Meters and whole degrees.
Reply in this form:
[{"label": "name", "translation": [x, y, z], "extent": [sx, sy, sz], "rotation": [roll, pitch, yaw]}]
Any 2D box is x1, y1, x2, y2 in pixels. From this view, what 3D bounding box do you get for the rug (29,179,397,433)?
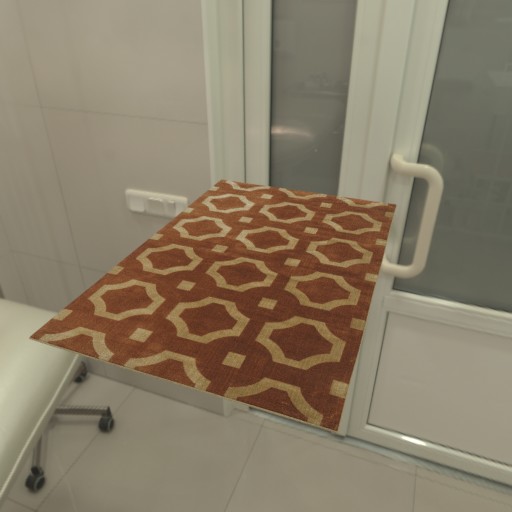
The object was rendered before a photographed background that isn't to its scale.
[{"label": "rug", "translation": [0.000, 0.000, 2.881], "extent": [1.555, 0.016, 2.286], "rotation": [11, 33, 18]}]
